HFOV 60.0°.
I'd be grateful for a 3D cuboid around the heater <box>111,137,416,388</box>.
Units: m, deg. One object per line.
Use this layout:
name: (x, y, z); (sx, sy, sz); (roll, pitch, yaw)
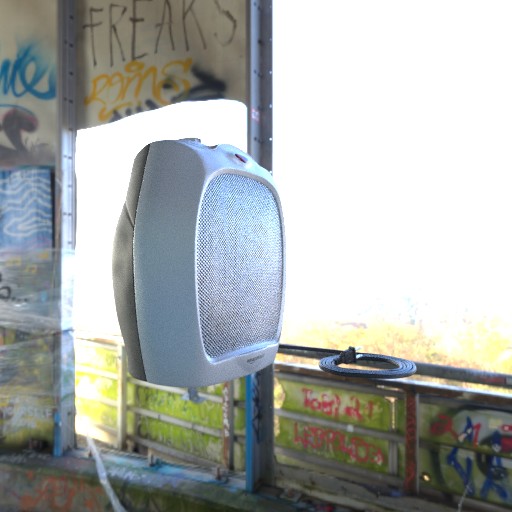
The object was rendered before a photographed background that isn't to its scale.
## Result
heater: (0.000, 0.000, 0.469); (0.291, 0.240, 0.239); (0, 0, 34)
